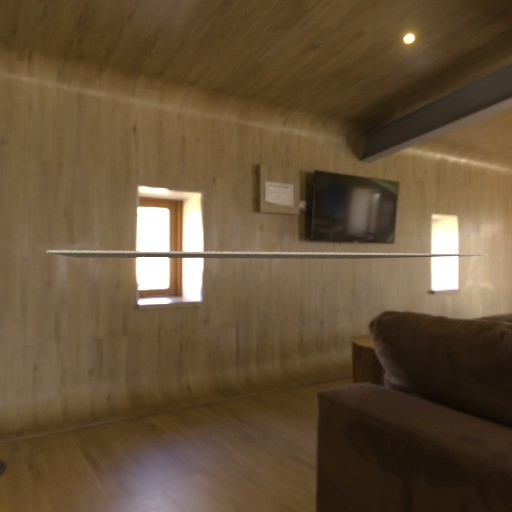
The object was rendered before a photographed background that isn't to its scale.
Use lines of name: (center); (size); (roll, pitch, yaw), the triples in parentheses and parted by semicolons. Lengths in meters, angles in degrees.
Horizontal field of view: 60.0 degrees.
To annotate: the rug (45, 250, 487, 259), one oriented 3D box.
rug: (0.000, 0.000, 2.214); (1.753, 0.008, 1.143); (0, -1, -17)
